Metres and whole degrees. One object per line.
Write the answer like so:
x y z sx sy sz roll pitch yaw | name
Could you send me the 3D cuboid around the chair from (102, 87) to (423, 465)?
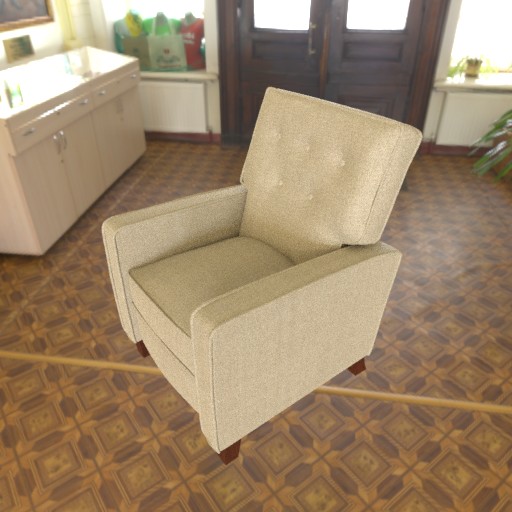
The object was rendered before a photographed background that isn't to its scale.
0.000 0.000 1.416 0.754 0.888 0.648 -22 39 -31 | chair
